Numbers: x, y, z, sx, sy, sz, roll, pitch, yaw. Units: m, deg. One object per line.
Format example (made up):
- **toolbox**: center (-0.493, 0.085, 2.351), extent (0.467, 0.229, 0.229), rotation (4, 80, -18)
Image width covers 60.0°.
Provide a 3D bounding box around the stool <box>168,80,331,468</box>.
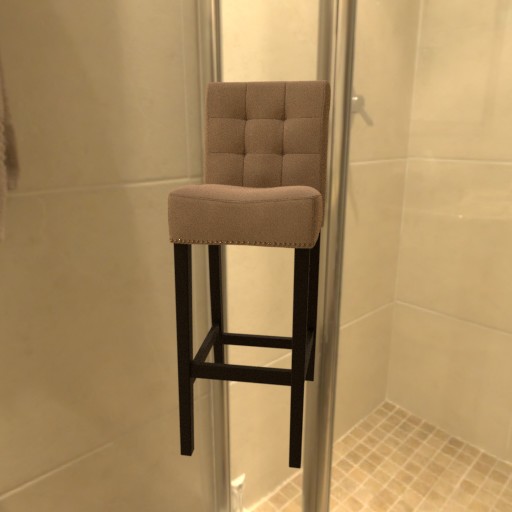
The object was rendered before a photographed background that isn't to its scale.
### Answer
- **stool**: center (0.000, 0.000, 1.356), extent (0.411, 1.047, 0.548), rotation (2, 16, 9)
